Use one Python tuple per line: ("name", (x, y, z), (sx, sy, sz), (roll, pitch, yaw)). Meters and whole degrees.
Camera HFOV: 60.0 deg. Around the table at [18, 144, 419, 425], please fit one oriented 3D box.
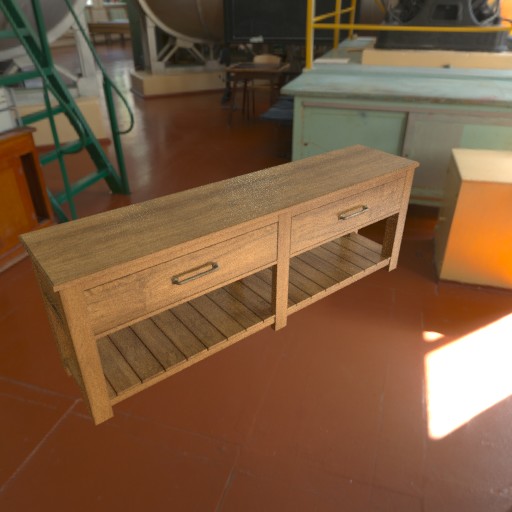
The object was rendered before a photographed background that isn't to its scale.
("table", (0.000, 0.000, 2.072), (1.815, 0.635, 0.425), (-22, 37, -32))
